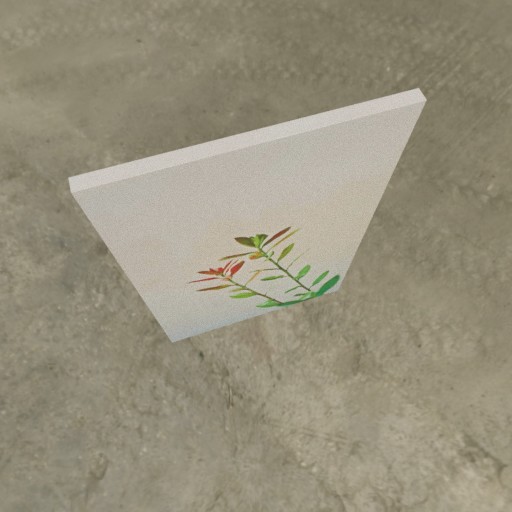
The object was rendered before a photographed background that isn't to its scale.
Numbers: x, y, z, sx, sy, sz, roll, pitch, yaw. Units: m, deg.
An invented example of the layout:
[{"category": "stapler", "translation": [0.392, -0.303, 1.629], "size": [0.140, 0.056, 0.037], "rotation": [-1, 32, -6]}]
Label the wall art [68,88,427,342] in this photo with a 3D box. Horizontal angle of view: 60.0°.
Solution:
[{"category": "wall art", "translation": [0.000, 0.000, 1.429], "size": [0.764, 1.143, 0.038], "rotation": [-16, 66, -8]}]
